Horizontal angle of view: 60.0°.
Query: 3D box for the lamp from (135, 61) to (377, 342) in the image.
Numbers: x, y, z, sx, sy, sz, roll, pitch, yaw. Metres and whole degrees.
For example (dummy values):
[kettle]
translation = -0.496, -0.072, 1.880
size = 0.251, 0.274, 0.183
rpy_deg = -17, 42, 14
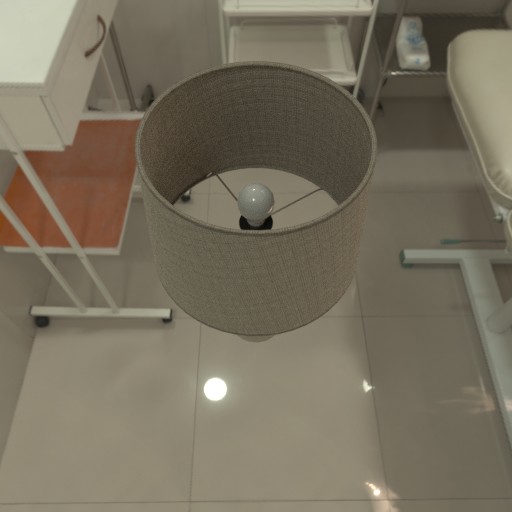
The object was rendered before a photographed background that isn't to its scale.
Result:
[lamp]
translation = 0.000, 0.000, 0.847
size = 0.367, 0.609, 0.367
rpy_deg = 0, 58, 0
